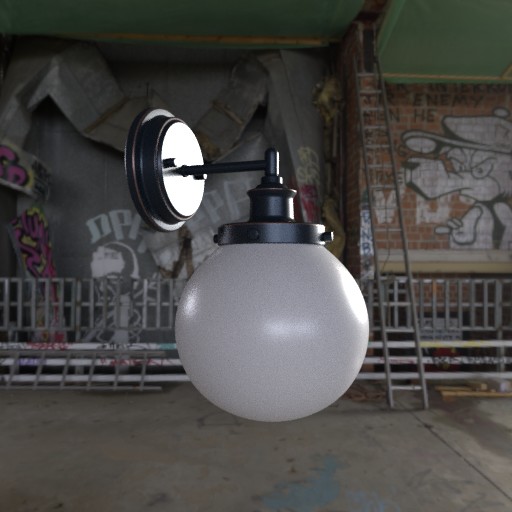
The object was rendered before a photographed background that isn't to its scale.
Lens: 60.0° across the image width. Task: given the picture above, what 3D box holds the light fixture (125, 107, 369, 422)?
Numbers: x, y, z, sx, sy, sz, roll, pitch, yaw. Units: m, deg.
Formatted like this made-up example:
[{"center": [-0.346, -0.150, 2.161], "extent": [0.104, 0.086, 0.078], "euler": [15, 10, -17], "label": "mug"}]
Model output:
[{"center": [0.000, 0.000, 0.468], "extent": [0.230, 0.332, 0.197], "euler": [0, -1, 18], "label": "light fixture"}]
